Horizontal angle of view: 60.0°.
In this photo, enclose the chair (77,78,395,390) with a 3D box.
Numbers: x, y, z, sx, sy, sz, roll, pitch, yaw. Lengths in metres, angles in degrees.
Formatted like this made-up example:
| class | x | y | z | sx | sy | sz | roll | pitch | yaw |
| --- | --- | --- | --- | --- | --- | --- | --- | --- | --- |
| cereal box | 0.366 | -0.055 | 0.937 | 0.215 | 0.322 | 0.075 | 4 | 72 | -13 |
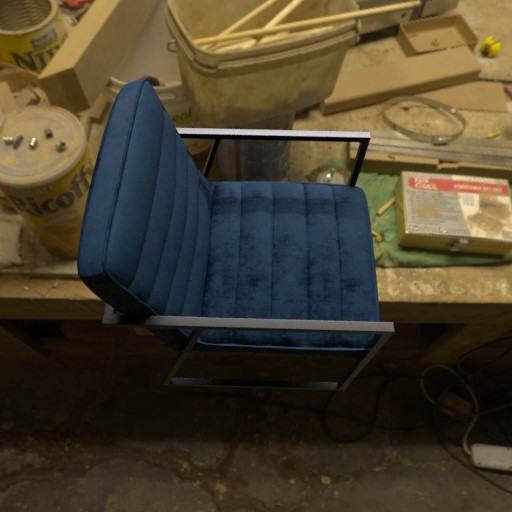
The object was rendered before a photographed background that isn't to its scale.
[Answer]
| class | x | y | z | sx | sy | sz | roll | pitch | yaw |
| --- | --- | --- | --- | --- | --- | --- | --- | --- | --- |
| chair | 0.000 | 0.000 | 1.265 | 0.677 | 0.833 | 0.571 | 2 | 62 | 1 |
